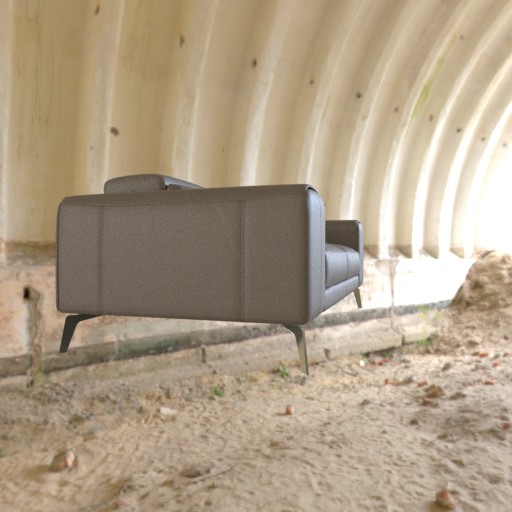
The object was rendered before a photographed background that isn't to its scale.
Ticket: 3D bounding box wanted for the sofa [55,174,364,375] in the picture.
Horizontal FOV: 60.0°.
[{"bbox_3d":[0.000,0.000,2.455,1.024,0.753,1.930,0,0,19],"label":"sofa"}]
